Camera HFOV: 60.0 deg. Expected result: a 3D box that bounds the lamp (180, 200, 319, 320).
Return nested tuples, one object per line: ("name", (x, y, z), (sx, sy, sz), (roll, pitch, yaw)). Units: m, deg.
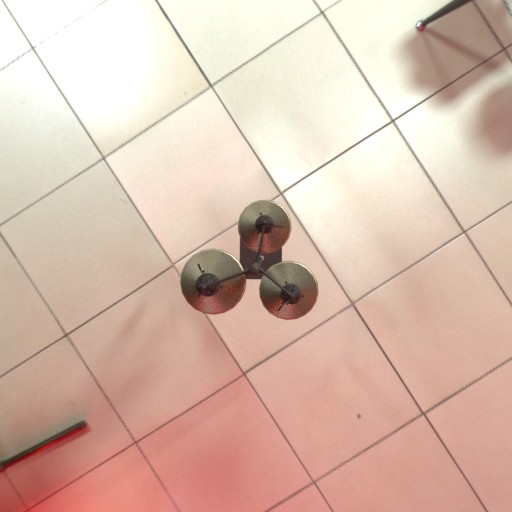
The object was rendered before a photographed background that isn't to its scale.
("lamp", (0.000, 0.000, 1.860), (0.428, 1.716, 0.415), (0, 91, 1))
